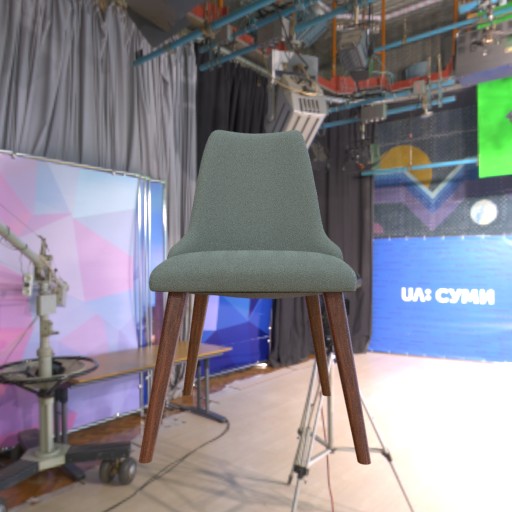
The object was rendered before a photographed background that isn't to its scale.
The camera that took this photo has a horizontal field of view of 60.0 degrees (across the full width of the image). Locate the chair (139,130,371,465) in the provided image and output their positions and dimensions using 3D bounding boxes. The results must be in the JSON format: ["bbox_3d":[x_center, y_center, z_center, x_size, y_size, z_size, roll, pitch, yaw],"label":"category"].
[{"bbox_3d":[0.000,0.000,1.330,0.535,0.918,0.707,0,1,2],"label":"chair"}]
